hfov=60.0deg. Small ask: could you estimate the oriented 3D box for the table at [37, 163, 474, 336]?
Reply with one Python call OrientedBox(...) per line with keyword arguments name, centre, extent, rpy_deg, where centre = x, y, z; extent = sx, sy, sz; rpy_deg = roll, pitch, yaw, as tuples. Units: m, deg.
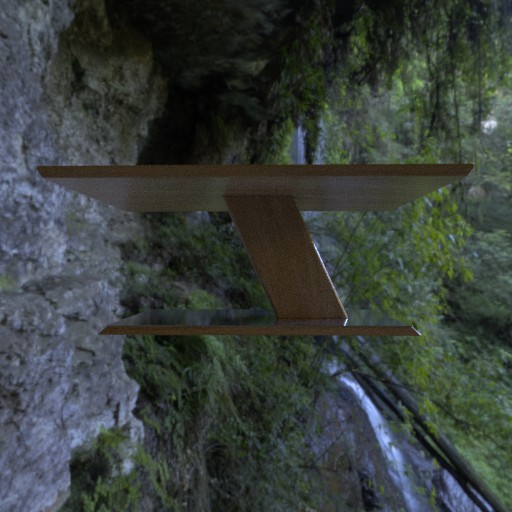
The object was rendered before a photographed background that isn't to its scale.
OrientedBox(name="table", centre=(0.000, 0.000, 1.453), extent=(1.100, 0.441, 0.692), rpy_deg=(0, -2, 1))
